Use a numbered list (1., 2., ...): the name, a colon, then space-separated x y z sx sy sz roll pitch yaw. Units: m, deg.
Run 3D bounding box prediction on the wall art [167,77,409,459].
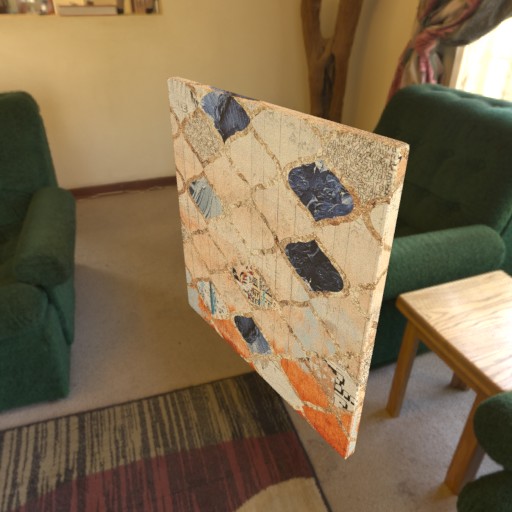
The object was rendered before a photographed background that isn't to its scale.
1. wall art: 0.000 0.000 1.357 0.039 0.914 0.912 -21 37 -31
